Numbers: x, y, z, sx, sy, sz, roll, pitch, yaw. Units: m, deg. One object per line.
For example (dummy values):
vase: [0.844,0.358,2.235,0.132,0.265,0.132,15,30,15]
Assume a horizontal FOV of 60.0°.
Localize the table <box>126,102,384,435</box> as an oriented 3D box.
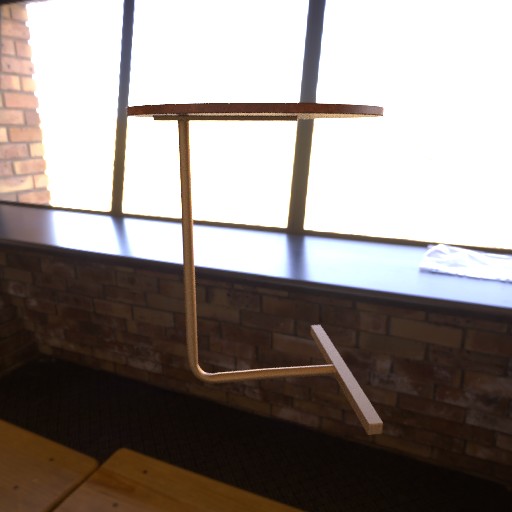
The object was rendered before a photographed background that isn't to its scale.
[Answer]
table: [0.000,0.000,1.118,0.577,0.706,0.530,-2,16,-7]
